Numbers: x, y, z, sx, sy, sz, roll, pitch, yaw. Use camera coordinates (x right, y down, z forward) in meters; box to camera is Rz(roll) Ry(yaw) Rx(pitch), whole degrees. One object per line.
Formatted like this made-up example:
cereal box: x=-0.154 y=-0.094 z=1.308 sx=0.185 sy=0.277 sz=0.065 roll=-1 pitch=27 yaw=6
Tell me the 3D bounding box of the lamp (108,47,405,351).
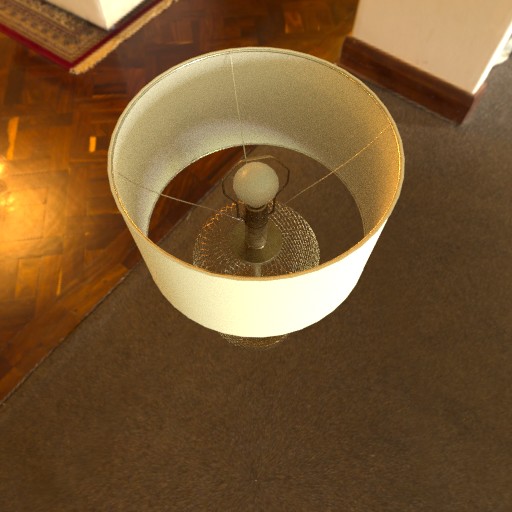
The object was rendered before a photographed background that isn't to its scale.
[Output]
lamp: x=0.000 y=0.000 z=0.788 sx=0.353 sy=0.578 sz=0.353 roll=0 pitch=63 yaw=0
